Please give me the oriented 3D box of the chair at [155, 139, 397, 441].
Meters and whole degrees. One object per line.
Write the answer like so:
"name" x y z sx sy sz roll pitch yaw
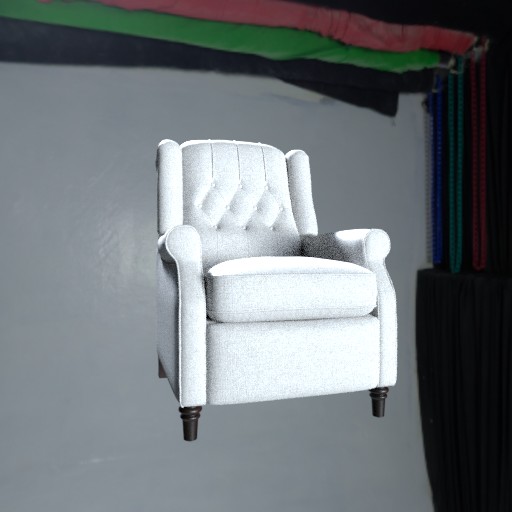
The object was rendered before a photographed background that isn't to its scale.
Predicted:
"chair" 0.000 0.000 1.673 0.742 1.035 0.902 0 0 -17
